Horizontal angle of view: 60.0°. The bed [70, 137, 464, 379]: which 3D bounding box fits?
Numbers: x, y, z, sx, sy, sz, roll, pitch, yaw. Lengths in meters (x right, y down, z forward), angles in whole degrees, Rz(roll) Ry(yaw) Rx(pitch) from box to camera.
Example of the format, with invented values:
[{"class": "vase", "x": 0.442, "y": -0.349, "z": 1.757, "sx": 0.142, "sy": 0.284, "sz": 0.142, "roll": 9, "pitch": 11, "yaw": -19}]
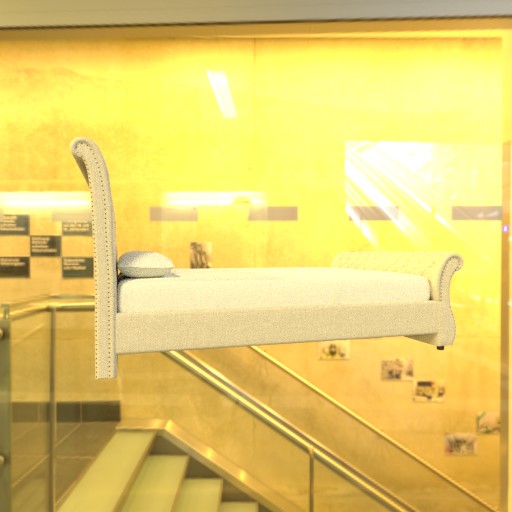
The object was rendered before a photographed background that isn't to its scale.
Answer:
[{"class": "bed", "x": 0.000, "y": 0.000, "z": 3.409, "sx": 2.493, "sy": 1.268, "sz": 1.606, "roll": 0, "pitch": 1, "yaw": -17}]
